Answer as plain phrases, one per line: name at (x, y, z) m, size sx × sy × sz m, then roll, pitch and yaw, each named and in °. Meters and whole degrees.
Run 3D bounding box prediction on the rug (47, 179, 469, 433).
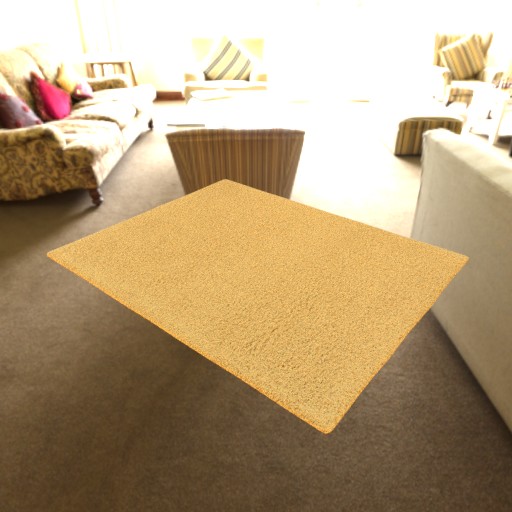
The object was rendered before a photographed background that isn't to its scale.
rug at (0.000, 0.000, 4.073) m, size 3.047 × 0.029 × 2.438 m, roll 23°, pitch 38°, yaw 33°
